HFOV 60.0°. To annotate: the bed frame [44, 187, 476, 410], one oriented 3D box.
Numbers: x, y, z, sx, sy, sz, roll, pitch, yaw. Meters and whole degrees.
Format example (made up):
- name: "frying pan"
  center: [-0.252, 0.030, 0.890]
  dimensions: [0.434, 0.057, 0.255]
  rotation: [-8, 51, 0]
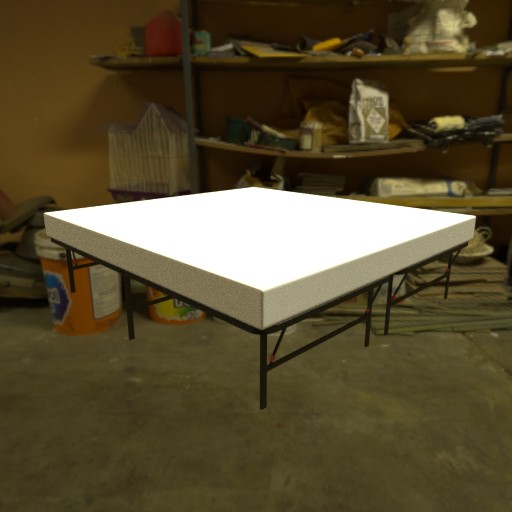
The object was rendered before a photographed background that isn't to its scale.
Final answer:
- name: "bed frame"
  center: [0.000, 0.000, 2.944]
  dimensions: [1.930, 0.559, 2.032]
  rotation: [-15, 22, -42]
